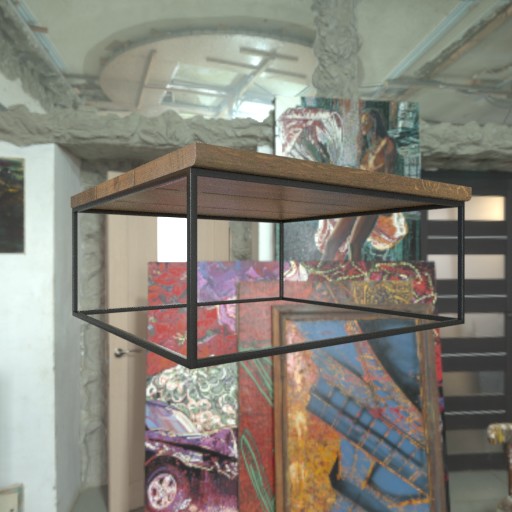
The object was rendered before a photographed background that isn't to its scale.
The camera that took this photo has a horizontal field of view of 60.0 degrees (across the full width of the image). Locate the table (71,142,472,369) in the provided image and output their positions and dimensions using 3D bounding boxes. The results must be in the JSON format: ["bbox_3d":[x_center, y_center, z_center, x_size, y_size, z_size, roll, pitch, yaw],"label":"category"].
[{"bbox_3d":[0.000,0.000,1.396,0.900,0.400,0.900,0,0,-36],"label":"table"}]
